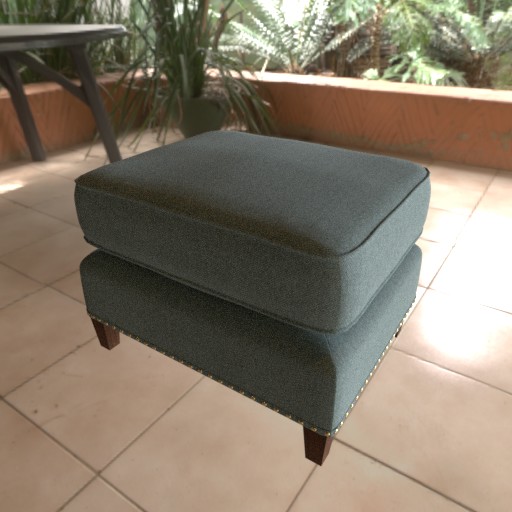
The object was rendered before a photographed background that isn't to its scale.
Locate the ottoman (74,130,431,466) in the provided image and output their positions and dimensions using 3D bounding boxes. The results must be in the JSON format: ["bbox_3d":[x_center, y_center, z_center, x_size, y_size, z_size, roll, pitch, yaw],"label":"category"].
[{"bbox_3d":[0.000,0.000,1.160,0.738,0.537,0.589,18,34,29],"label":"ottoman"}]
